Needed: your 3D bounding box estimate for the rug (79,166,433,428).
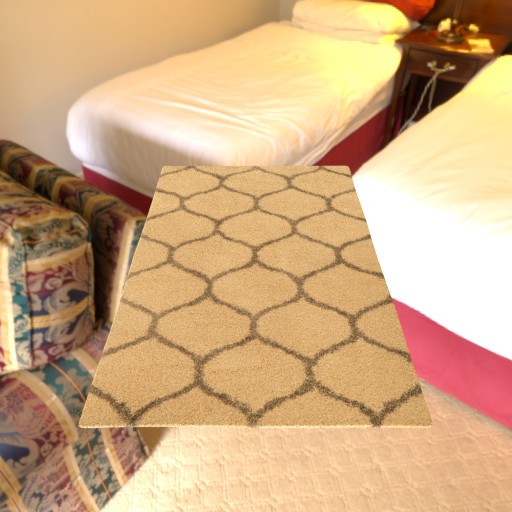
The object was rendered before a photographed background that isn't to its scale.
[{"bbox_3d":[0.000,0.000,3.273,1.801,0.026,2.701,0,40,0],"label":"rug"}]
